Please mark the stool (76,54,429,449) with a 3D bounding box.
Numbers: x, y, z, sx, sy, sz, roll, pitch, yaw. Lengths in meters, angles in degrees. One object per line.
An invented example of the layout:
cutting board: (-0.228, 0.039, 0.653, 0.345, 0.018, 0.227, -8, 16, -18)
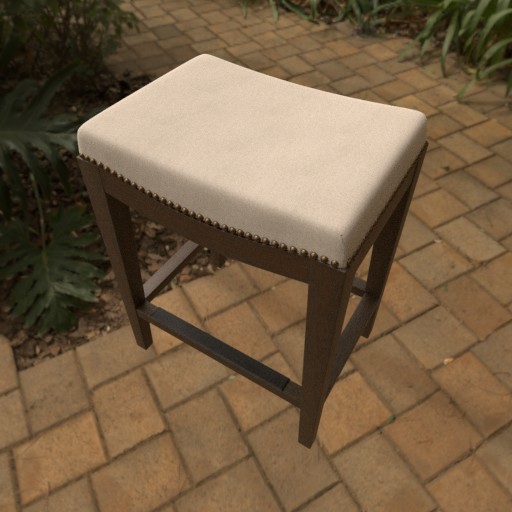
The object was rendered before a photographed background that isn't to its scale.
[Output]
stool: (0.000, 0.000, 0.934, 0.500, 0.642, 0.361, 24, 51, 21)
